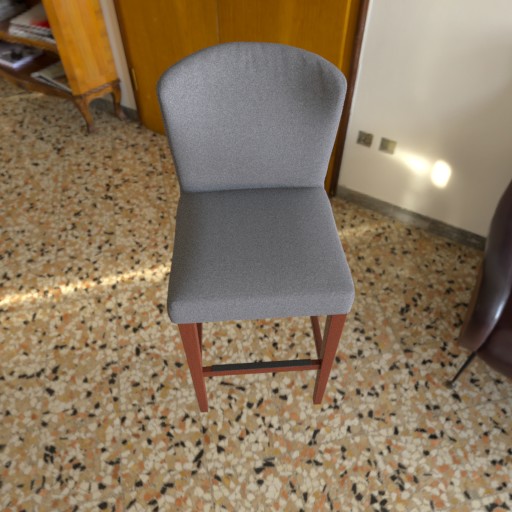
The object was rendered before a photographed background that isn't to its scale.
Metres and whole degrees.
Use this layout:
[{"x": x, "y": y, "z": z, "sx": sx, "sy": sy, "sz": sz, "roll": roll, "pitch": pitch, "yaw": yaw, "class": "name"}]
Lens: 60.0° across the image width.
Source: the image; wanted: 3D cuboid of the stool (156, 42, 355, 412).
[{"x": 0.000, "y": 0.000, "z": 1.367, "sx": 0.481, "sy": 1.069, "sz": 0.568, "roll": -3, "pitch": 48, "yaw": -3, "class": "stool"}]
